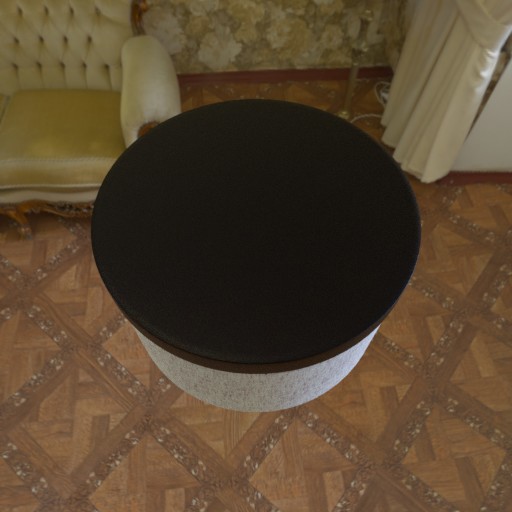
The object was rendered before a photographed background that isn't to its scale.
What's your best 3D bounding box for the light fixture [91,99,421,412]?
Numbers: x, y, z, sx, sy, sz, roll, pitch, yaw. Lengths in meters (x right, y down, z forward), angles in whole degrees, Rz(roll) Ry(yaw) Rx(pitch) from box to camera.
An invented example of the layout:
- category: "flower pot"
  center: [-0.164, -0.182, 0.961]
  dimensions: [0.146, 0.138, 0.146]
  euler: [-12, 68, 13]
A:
- category: "light fixture"
  center: [0.000, 0.000, 0.626]
  dimensions: [0.389, 0.229, 0.389]
  euler: [0, 58, 0]
